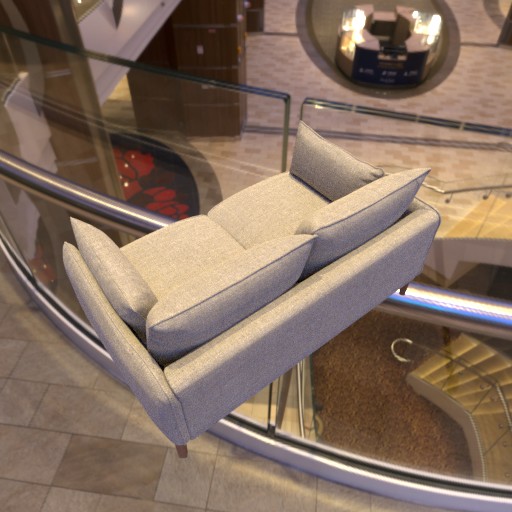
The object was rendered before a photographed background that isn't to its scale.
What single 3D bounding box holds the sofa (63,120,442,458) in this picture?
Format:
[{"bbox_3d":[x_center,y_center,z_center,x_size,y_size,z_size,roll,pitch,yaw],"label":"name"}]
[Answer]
[{"bbox_3d":[0.000,0.000,2.153,1.580,0.851,0.972,-29,52,-26],"label":"sofa"}]
